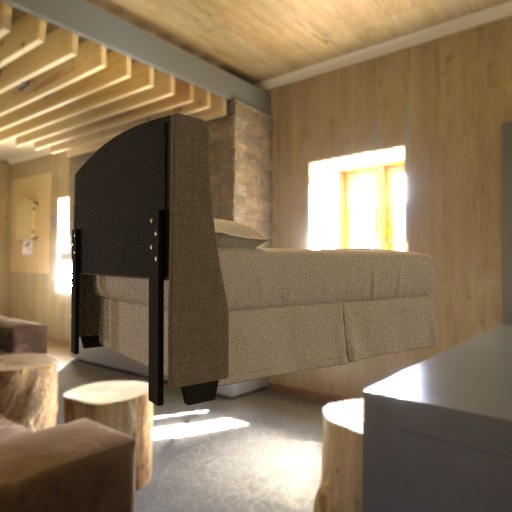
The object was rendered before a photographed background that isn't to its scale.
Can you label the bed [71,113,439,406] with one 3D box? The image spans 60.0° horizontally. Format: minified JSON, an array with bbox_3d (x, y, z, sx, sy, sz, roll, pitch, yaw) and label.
[{"bbox_3d":[0.000,0.000,3.303,2.237,1.407,1.710,1,-1,-36],"label":"bed"}]
